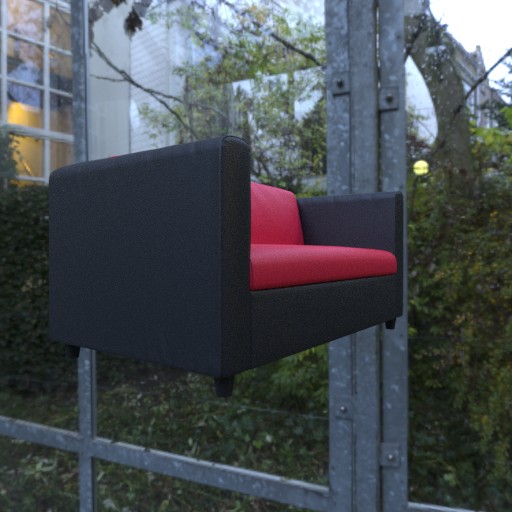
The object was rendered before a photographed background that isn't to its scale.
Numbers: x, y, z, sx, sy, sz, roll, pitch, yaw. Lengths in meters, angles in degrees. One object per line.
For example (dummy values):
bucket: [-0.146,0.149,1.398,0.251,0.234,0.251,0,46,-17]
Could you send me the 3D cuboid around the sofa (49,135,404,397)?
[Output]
sofa: [0.000,0.000,1.917,0.845,0.735,1.410,0,1,36]
